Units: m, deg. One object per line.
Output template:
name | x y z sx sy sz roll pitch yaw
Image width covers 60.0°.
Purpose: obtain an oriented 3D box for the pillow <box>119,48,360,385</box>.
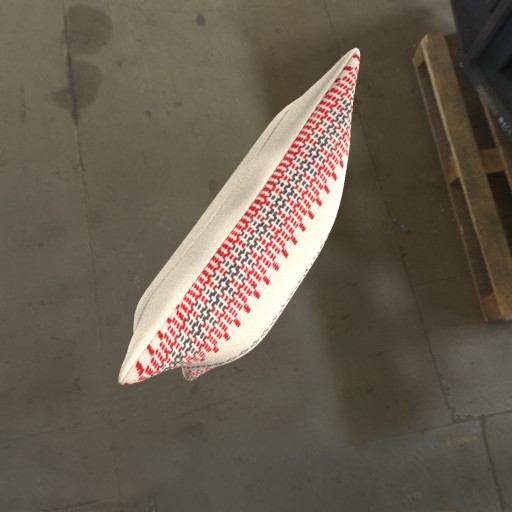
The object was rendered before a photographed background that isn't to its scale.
pillow | 0.000 0.000 0.697 0.160 0.454 0.463 32 77 8
